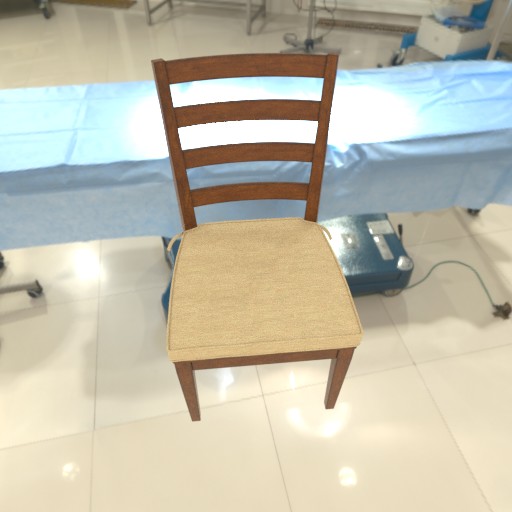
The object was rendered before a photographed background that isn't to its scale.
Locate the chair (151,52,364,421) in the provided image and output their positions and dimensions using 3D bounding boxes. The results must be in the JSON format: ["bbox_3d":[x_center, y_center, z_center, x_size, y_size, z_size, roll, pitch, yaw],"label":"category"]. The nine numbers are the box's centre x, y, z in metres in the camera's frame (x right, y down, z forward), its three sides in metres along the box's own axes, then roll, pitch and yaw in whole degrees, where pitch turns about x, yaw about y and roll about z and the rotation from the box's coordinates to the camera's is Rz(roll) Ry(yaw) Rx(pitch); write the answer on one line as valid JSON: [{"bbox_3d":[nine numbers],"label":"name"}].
[{"bbox_3d":[0.000,0.000,1.341,0.593,0.979,0.595,-4,46,-4],"label":"chair"}]
